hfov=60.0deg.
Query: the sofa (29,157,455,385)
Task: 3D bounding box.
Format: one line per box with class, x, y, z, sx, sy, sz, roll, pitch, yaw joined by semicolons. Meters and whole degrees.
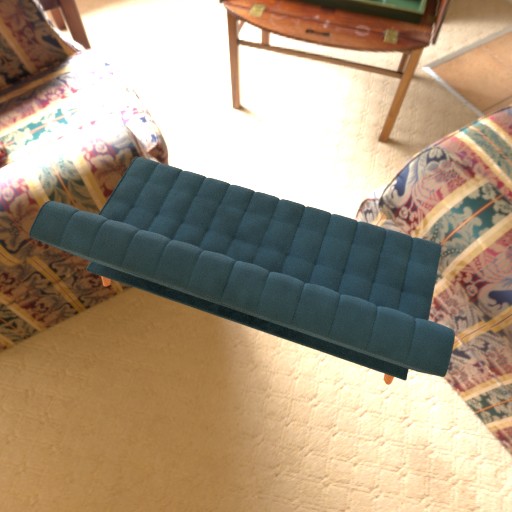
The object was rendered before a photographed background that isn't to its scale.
sofa;0.000;0.000;2.299;1.804;0.813;0.855;18;63;9
